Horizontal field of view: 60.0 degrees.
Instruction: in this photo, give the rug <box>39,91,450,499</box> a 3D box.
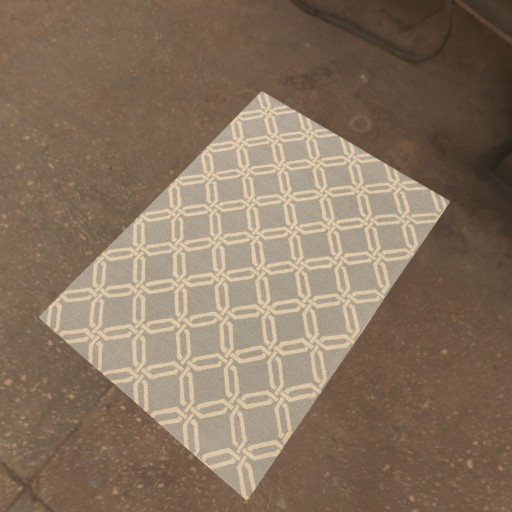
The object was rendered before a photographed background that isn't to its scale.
[{"bbox_3d":[0.000,0.000,2.694,1.522,0.013,2.133,35,71,14],"label":"rug"}]
